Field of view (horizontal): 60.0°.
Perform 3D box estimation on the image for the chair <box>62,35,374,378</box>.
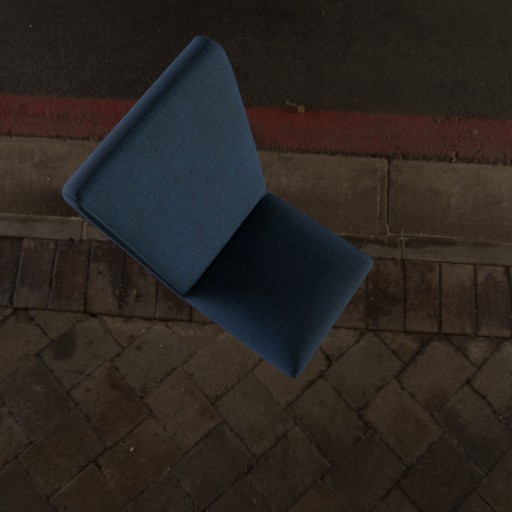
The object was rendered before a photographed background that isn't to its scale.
[{"bbox_3d":[0.000,0.000,1.311,0.610,1.029,0.450,35,79,8],"label":"chair"}]
